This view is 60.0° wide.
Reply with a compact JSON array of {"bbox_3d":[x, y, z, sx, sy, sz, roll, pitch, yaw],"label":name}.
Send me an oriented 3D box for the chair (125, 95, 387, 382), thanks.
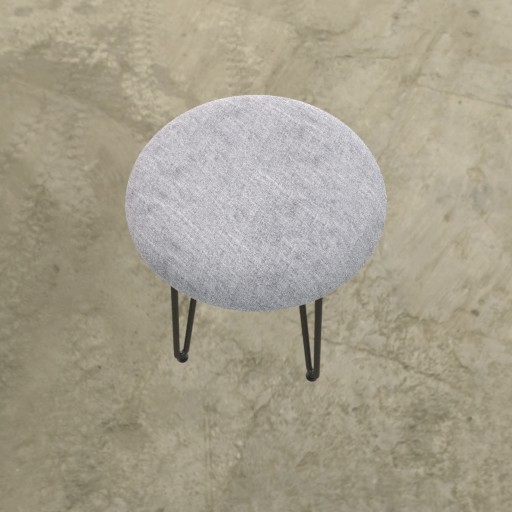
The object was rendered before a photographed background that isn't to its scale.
[{"bbox_3d":[0.000,0.000,0.668,0.350,0.386,0.350,-33,66,-17],"label":"chair"}]
